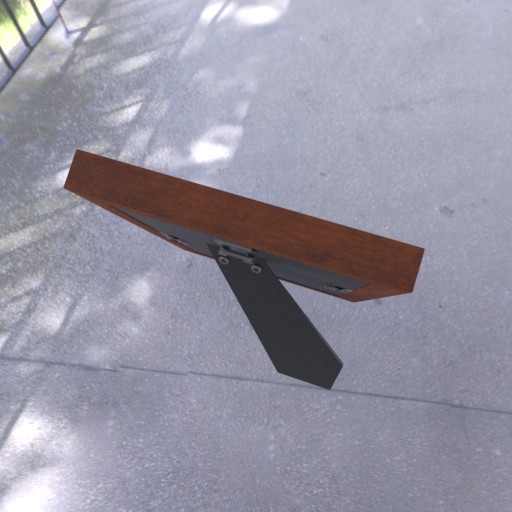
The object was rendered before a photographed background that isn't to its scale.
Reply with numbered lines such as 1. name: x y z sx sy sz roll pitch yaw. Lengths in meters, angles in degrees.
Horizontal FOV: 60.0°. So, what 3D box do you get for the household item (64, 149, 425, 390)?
1. household item: 0.000 0.000 0.293 0.160 0.204 0.096 17 66 8
